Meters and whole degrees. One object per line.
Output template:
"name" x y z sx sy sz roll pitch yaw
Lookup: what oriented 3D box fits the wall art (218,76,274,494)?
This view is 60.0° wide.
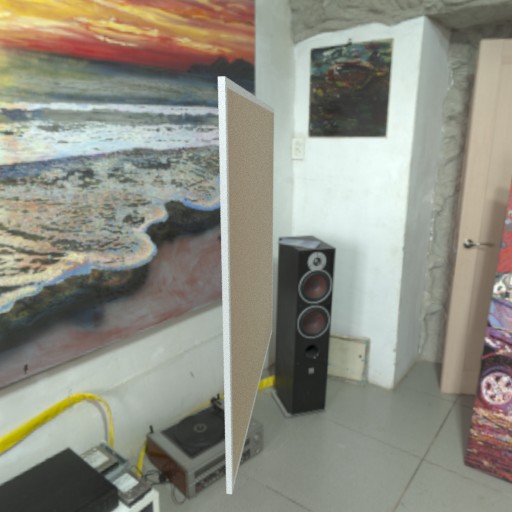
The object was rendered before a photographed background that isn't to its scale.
"wall art" 0.000 0.000 0.678 0.007 0.456 0.456 2 15 8
